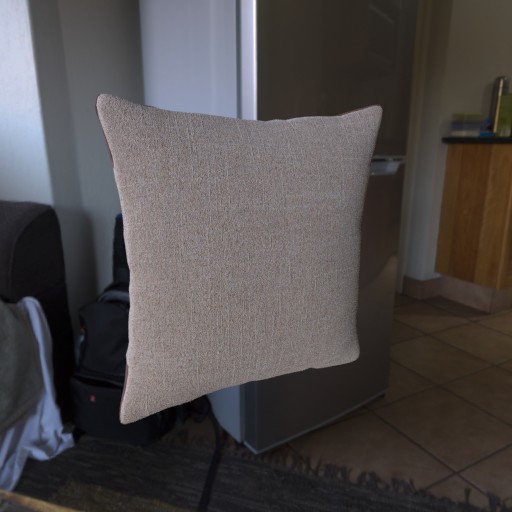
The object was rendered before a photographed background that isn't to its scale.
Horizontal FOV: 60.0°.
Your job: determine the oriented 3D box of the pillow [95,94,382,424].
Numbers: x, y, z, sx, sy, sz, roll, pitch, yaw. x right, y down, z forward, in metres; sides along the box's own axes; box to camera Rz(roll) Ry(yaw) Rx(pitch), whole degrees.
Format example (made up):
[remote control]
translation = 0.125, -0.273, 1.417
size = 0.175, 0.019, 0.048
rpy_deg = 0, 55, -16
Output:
[pillow]
translation = 0.000, 0.000, 0.672
size = 0.437, 0.448, 0.147
rpy_deg = -8, 17, -26
